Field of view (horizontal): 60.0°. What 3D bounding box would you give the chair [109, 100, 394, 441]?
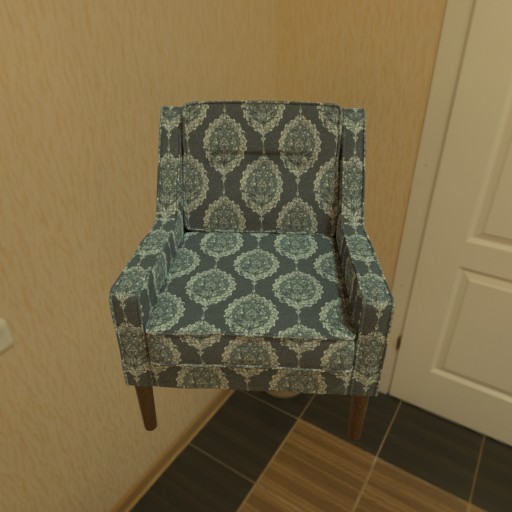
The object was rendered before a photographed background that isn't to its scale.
[{"bbox_3d":[0.000,0.000,1.329,0.663,0.792,0.743,2,31,3],"label":"chair"}]
